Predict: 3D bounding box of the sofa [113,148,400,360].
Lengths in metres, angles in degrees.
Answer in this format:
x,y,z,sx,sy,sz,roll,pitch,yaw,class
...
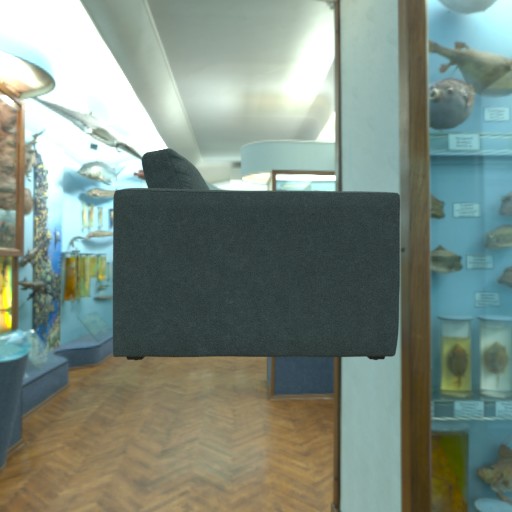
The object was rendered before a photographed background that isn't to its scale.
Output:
x,y,z,sx,sy,sz,roll,pitch,yaw,class
0.000,0.000,2.764,1.092,0.838,2.257,0,-1,0,sofa
